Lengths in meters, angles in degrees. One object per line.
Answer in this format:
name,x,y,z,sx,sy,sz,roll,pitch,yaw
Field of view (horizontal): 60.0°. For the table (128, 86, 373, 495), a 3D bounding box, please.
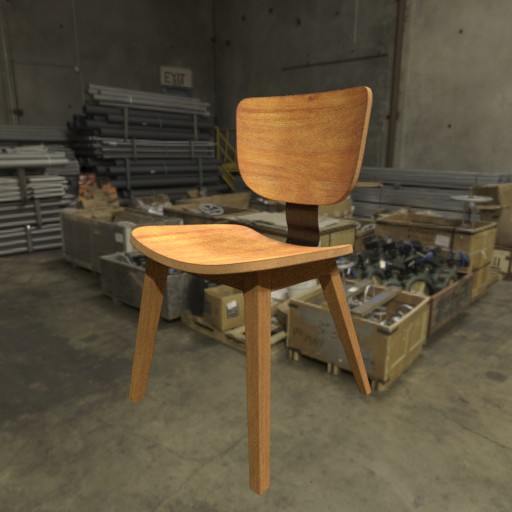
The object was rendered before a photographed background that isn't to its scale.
table,0.000,0.000,1.120,0.499,0.805,0.500,13,19,43
